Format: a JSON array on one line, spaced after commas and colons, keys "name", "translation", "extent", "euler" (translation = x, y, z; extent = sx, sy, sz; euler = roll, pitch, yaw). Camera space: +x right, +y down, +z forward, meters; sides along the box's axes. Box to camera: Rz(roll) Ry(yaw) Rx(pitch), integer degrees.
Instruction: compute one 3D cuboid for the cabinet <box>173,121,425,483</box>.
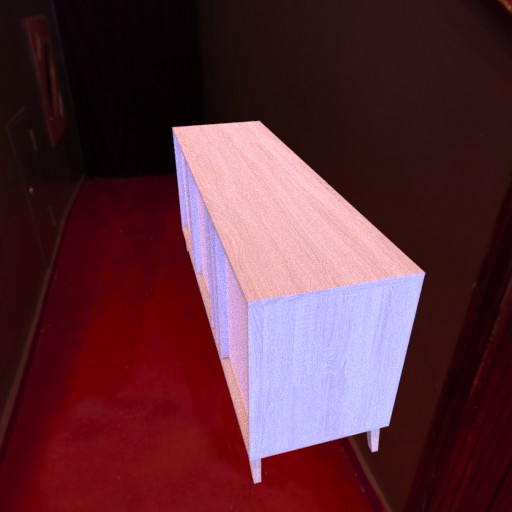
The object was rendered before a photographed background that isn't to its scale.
[{"name": "cabinet", "translation": [0.000, 0.000, 2.035], "extent": [0.500, 0.780, 1.649], "euler": [-8, 32, -13]}]
